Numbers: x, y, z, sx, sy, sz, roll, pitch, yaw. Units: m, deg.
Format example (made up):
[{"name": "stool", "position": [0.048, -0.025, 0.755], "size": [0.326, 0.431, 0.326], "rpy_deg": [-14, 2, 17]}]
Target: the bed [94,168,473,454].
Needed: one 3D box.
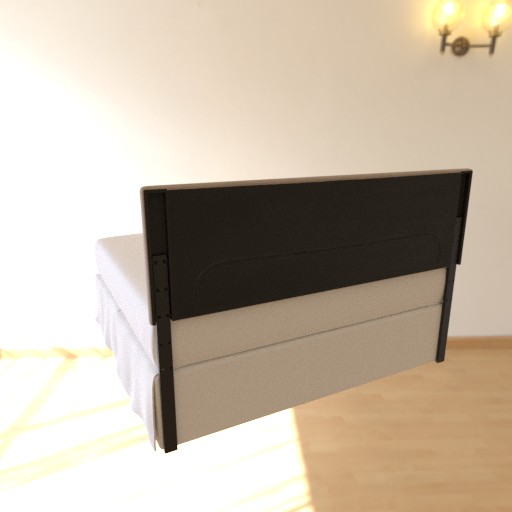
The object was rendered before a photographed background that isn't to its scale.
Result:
[{"name": "bed", "position": [0.000, 0.000, 3.311], "size": [2.170, 1.346, 1.914], "rpy_deg": [-8, 18, -27]}]
